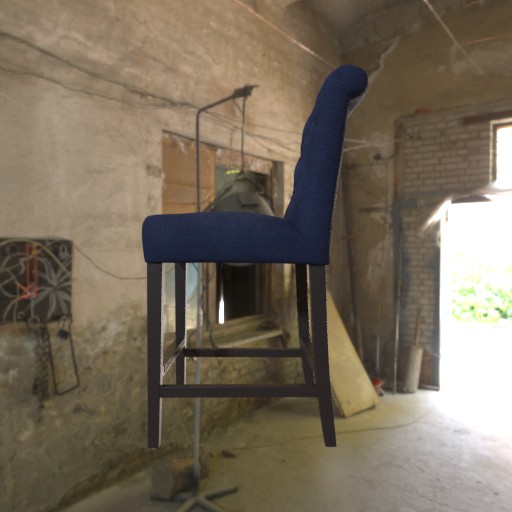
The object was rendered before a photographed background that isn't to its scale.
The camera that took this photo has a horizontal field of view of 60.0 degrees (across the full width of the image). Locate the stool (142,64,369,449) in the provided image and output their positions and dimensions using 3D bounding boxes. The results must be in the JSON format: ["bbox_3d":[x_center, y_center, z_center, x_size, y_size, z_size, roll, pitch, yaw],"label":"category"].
[{"bbox_3d":[0.000,0.000,1.380,0.601,1.010,0.493,0,2,0],"label":"stool"}]
